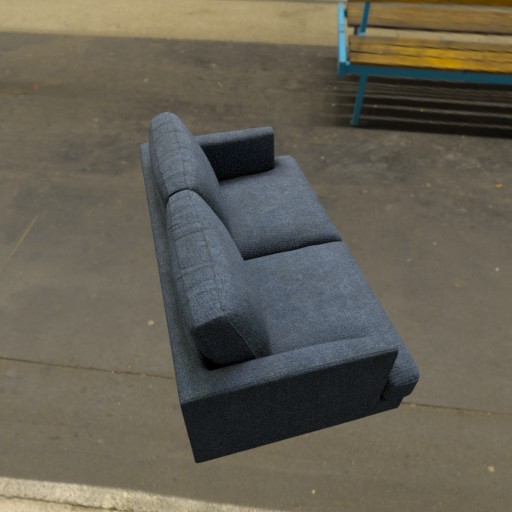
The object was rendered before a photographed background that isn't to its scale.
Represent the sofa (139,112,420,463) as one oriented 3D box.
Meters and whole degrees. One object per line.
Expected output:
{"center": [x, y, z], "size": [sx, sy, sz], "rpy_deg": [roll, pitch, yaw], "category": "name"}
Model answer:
{"center": [0.000, 0.000, 2.118], "size": [0.903, 0.944, 1.582], "rpy_deg": [-11, 47, -11], "category": "sofa"}
